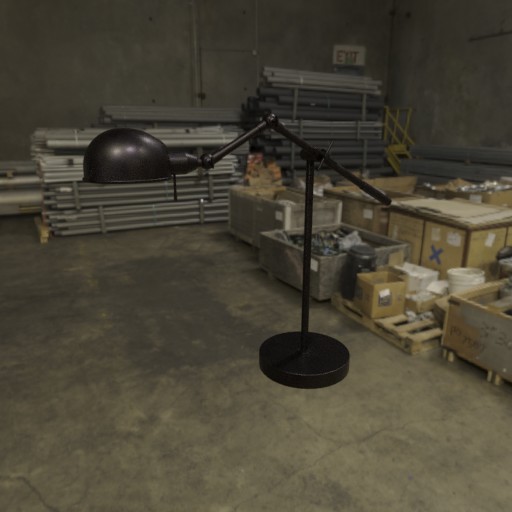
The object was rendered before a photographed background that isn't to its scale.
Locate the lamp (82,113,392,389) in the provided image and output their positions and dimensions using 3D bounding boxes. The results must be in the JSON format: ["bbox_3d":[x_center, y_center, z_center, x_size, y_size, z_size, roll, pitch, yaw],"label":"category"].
[{"bbox_3d":[0.000,0.000,0.808,0.567,0.495,0.185,-7,18,-24],"label":"lamp"}]
